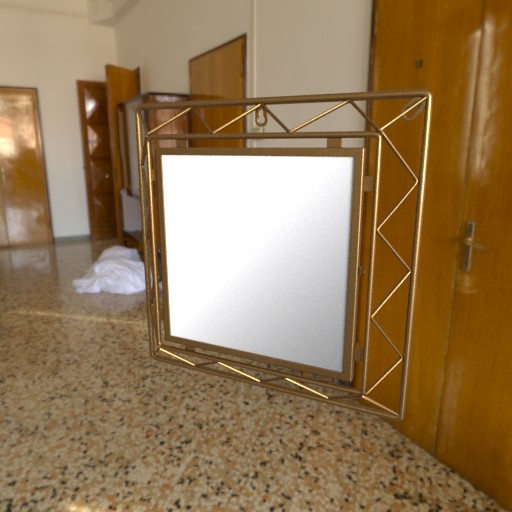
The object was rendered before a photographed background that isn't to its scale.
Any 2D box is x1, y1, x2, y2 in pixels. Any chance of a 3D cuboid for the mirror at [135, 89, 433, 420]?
[{"bbox_3d":[0.000,0.000,0.606,0.416,0.414,0.046,7,15,25],"label":"mirror"}]
